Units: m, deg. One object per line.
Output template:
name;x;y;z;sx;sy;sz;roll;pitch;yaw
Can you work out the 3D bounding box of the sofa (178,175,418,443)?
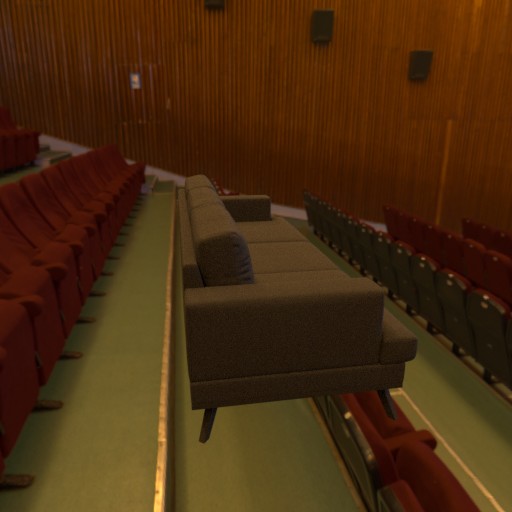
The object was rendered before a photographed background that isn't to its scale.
sofa;0.000;0.000;2.752;0.920;0.810;2.310;-3;17;-10
